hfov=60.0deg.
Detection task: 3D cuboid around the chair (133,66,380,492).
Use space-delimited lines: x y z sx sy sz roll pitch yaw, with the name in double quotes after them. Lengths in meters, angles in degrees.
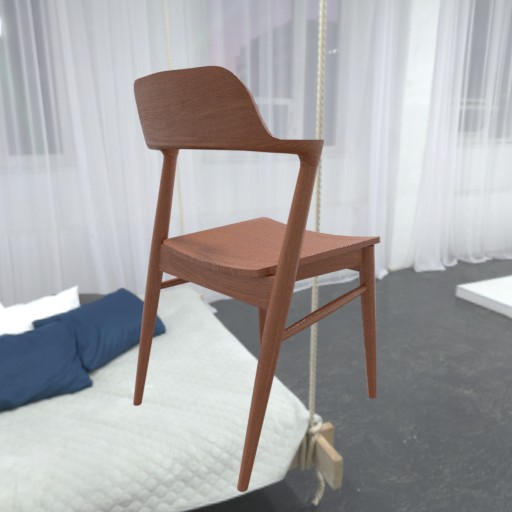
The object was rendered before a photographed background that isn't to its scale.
0.000 0.000 1.094 0.499 0.801 0.496 -14 20 -42 "chair"
